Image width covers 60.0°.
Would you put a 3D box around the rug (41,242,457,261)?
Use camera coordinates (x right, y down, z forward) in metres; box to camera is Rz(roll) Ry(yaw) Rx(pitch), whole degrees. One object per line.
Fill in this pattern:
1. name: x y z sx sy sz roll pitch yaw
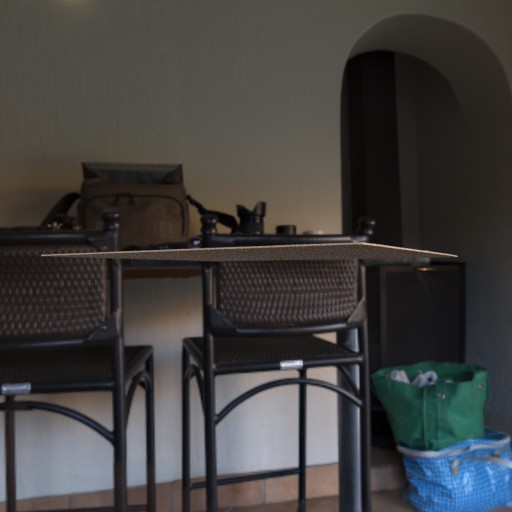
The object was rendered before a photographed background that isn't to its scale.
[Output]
1. rug: 0.000 0.000 4.103 3.048 0.013 2.439 -1 -2 35
